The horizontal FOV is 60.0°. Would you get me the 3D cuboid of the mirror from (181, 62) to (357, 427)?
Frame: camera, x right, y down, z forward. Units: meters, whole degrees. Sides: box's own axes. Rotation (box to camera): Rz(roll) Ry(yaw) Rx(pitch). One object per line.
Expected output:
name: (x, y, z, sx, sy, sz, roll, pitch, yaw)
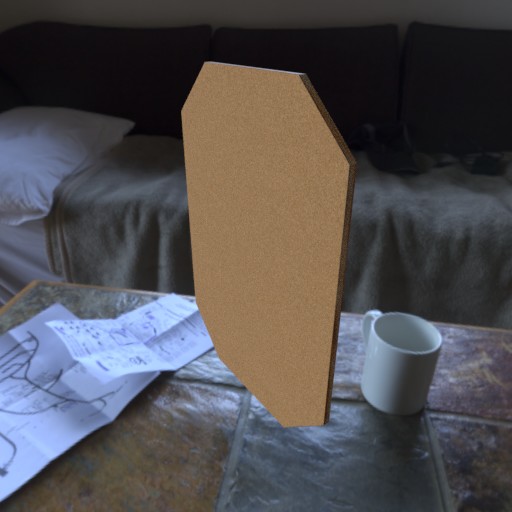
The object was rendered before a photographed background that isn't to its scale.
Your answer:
mirror: (0.000, 0.000, 1.288, 0.061, 1.015, 0.709, -18, 33, -31)
